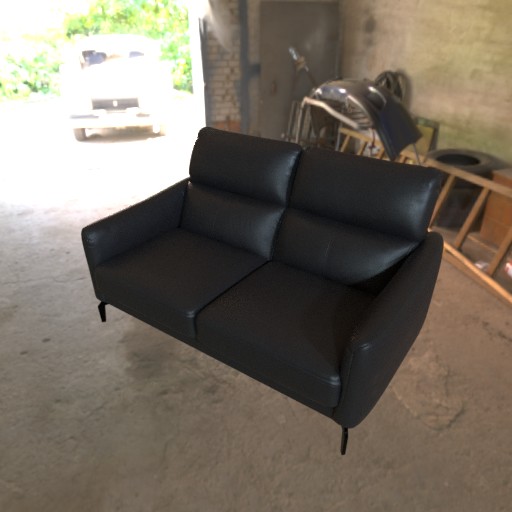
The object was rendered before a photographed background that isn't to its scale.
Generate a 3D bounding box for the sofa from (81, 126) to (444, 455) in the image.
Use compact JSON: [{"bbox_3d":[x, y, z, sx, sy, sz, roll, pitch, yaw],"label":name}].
[{"bbox_3d":[0.000,0.000,2.190,1.596,0.920,0.958,19,35,30],"label":"sofa"}]
